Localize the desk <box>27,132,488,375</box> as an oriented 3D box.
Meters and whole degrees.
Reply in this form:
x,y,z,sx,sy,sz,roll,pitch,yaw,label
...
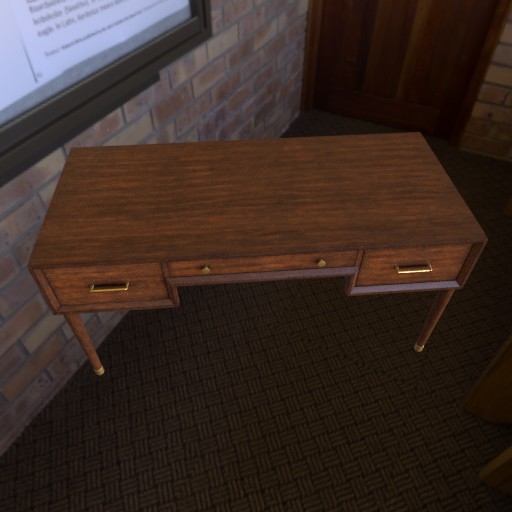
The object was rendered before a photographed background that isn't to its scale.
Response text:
x,y,z,sx,sy,sz,roll,pitch,yaw,label
0.000,0.000,2.020,1.575,0.762,0.724,-3,46,-3,desk
